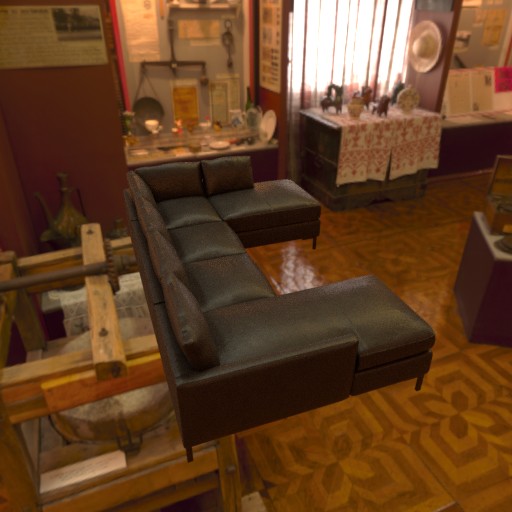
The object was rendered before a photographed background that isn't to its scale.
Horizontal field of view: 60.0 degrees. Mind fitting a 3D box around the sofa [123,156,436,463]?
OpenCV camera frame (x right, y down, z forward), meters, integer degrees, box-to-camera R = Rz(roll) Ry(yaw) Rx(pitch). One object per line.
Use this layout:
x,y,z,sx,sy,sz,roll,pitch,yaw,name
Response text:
0.000,0.000,3.844,1.939,0.900,2.956,-10,32,-17,sofa
